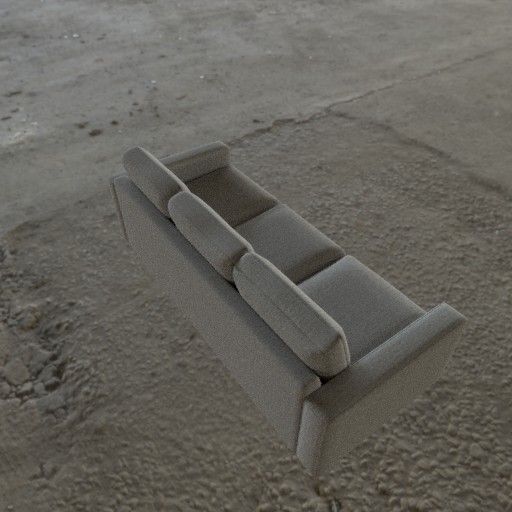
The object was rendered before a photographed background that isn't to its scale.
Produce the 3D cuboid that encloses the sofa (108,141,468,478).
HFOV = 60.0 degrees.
[{"bbox_3d":[0.000,0.000,2.557,0.900,0.800,2.120,-26,48,-26],"label":"sofa"}]
